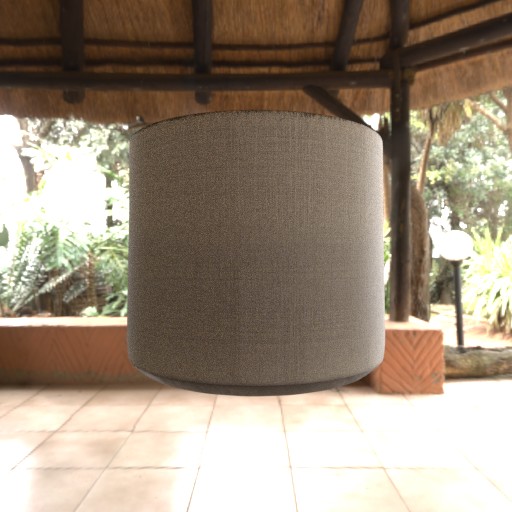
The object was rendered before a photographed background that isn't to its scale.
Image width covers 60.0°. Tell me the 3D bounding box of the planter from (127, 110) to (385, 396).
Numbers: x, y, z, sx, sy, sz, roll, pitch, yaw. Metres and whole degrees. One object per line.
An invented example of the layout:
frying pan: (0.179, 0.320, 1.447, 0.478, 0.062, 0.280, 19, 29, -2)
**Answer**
planter: (0.000, 0.000, 0.454, 0.254, 0.221, 0.254, 0, 0, 0)
